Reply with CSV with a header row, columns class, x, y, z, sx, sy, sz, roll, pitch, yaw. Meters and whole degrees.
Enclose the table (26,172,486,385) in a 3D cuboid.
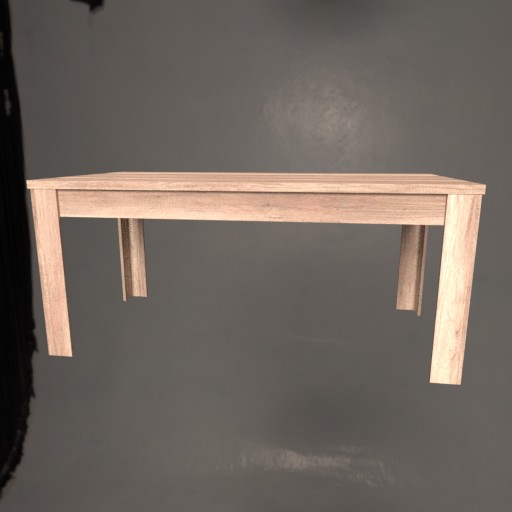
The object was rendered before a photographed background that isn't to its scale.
class,x,y,z,sx,sy,sz,roll,pitch,yaw
table,0.000,0.000,2.238,1.800,0.790,0.900,2,13,8
